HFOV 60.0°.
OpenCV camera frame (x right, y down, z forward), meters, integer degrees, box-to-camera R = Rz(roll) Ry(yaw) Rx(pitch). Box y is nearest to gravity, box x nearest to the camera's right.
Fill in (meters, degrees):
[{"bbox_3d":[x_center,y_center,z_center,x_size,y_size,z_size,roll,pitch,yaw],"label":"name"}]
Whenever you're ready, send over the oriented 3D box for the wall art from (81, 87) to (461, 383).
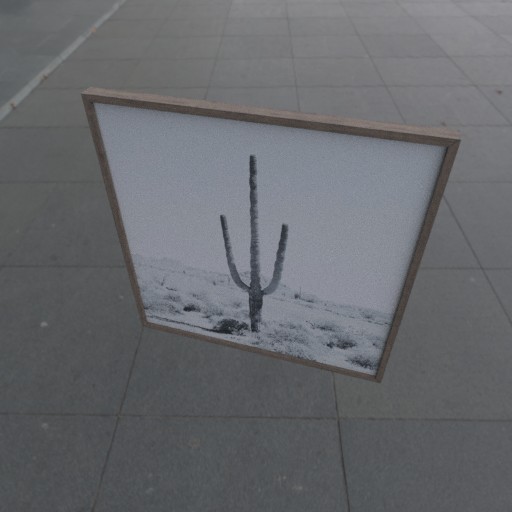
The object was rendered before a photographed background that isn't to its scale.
[{"bbox_3d":[0.000,0.000,1.123,0.762,0.762,0.038,11,42,12],"label":"wall art"}]
